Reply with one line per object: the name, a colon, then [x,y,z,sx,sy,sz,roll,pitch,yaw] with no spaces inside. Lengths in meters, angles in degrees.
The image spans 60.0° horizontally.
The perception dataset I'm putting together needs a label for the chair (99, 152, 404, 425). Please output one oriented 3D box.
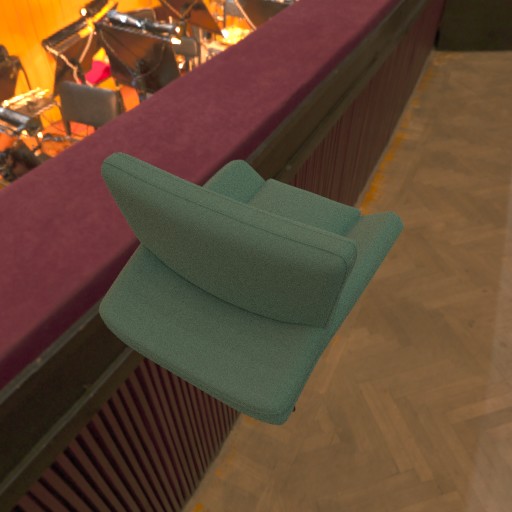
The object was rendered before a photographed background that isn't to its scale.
chair: [0.000,0.000,1.683,0.859,0.855,1.008,23,50,22]
